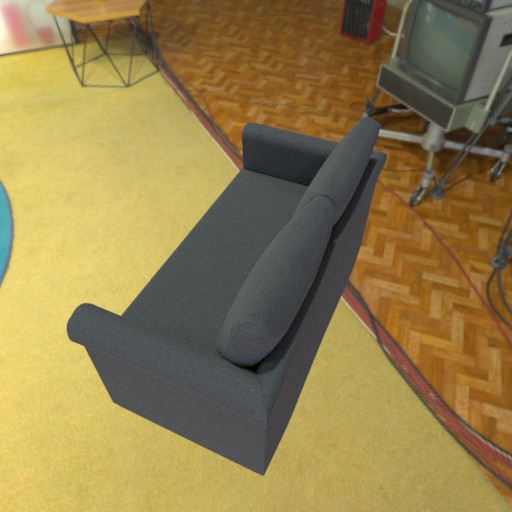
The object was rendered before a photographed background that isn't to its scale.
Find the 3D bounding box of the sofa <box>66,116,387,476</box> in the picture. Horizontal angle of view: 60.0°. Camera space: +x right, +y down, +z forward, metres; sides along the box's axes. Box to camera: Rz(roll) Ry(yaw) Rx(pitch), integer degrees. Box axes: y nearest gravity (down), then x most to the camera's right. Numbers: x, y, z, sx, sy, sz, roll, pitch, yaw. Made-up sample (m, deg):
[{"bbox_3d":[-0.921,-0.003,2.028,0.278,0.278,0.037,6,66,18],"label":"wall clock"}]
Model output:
[{"bbox_3d":[0.000,0.000,1.943,0.741,0.872,1.460,18,49,17],"label":"sofa"}]
